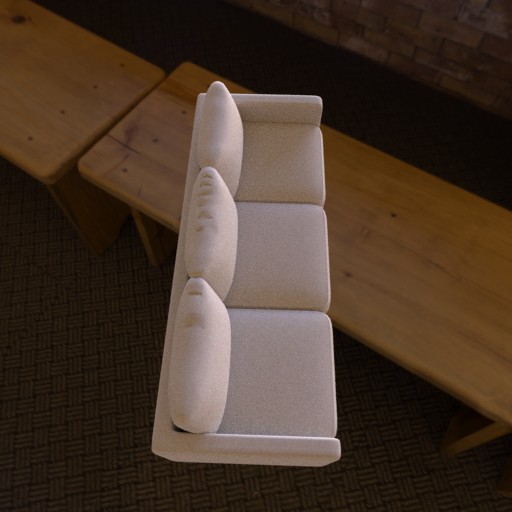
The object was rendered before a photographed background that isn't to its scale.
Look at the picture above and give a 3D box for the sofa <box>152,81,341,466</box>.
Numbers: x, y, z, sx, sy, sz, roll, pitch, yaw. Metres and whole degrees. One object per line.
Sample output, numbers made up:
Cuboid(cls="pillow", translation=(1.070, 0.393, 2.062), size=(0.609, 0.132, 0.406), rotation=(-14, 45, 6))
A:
Cuboid(cls="sofa", translation=(0.000, 0.000, 2.638), size=(0.859, 0.874, 2.218), rotation=(2, 62, 1))
